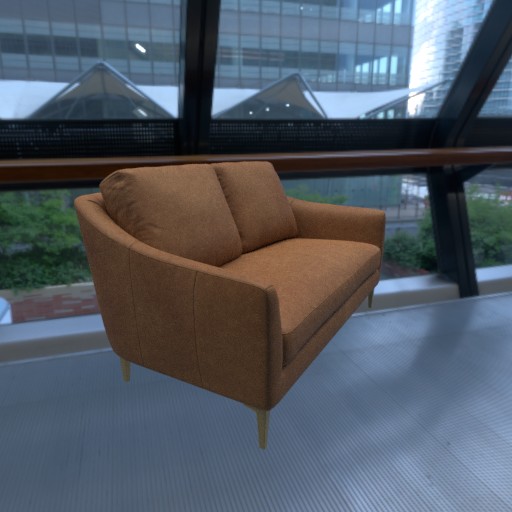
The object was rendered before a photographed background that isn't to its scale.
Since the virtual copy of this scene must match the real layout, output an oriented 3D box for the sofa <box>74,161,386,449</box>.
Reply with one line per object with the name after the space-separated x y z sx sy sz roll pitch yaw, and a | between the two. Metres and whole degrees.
0.000 0.000 2.219 0.960 0.902 1.619 7 16 27 | sofa
